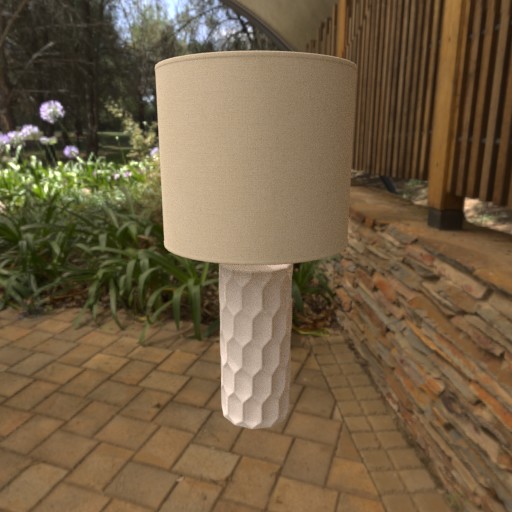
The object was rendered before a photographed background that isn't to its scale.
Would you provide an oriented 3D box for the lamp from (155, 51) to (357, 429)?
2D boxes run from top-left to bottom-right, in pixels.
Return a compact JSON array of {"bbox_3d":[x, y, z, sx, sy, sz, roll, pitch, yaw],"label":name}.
[{"bbox_3d":[0.000,0.000,0.687,0.277,0.537,0.277,-2,15,-9],"label":"lamp"}]
